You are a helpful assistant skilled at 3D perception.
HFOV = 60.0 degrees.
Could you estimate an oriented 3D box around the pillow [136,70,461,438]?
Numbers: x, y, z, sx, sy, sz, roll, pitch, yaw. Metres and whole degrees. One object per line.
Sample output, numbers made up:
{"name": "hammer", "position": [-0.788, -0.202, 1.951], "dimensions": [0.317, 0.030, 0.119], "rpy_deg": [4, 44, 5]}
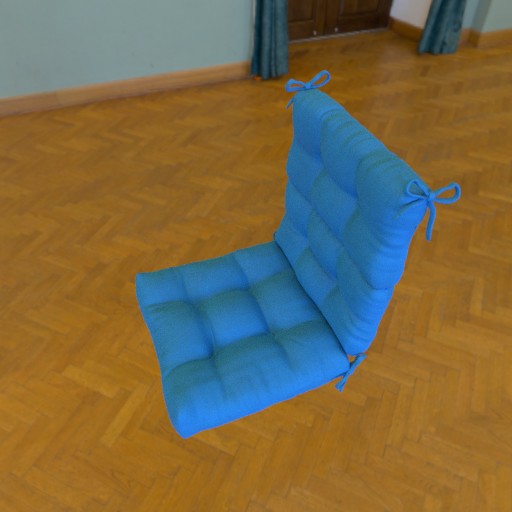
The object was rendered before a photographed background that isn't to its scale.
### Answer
{"name": "pillow", "position": [0.000, 0.000, 1.028], "dimensions": [0.571, 0.605, 0.519], "rpy_deg": [-16, 47, -15]}
